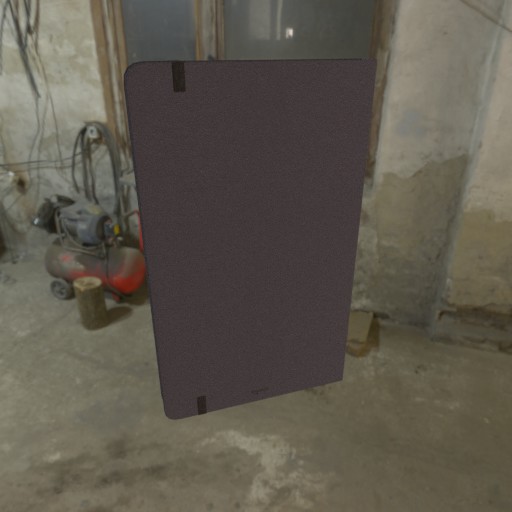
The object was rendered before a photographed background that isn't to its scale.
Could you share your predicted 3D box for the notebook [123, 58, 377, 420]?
[{"bbox_3d":[0.000,0.000,0.263,0.127,0.213,0.016,-8,27,-16],"label":"notebook"}]
